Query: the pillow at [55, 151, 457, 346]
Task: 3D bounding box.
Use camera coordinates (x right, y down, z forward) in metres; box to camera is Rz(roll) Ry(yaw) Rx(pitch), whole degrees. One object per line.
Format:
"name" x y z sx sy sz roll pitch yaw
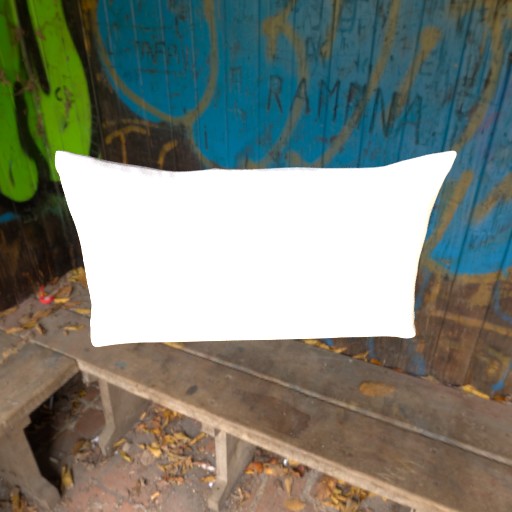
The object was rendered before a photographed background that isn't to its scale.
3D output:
"pillow" 0.000 0.000 0.622 0.506 0.305 0.139 -1 30 -2
